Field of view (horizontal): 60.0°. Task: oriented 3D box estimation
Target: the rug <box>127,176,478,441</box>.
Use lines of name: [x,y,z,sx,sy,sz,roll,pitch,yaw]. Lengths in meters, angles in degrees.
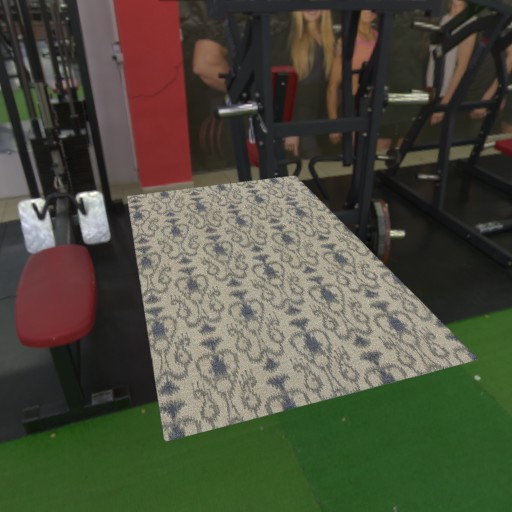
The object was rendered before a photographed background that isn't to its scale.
rug: [0.000,0.000,2.004,1.035,0.006,1.652,-9,34,-14]
